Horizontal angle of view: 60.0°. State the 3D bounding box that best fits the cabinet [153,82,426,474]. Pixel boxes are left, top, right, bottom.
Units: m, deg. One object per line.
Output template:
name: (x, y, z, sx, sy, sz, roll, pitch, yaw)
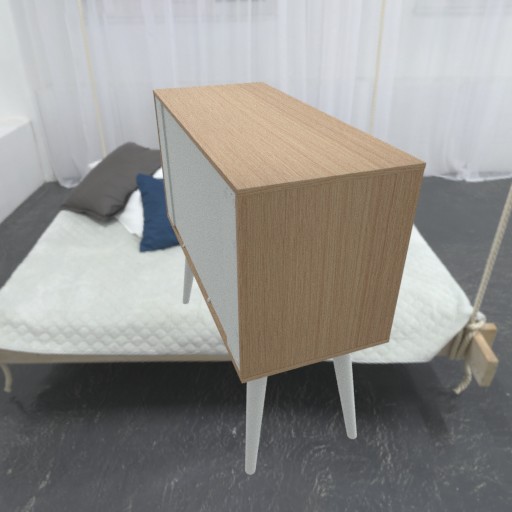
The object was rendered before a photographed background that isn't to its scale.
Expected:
cabinet: (0.000, 0.000, 1.641, 0.470, 1.016, 1.057, -11, 33, -17)
